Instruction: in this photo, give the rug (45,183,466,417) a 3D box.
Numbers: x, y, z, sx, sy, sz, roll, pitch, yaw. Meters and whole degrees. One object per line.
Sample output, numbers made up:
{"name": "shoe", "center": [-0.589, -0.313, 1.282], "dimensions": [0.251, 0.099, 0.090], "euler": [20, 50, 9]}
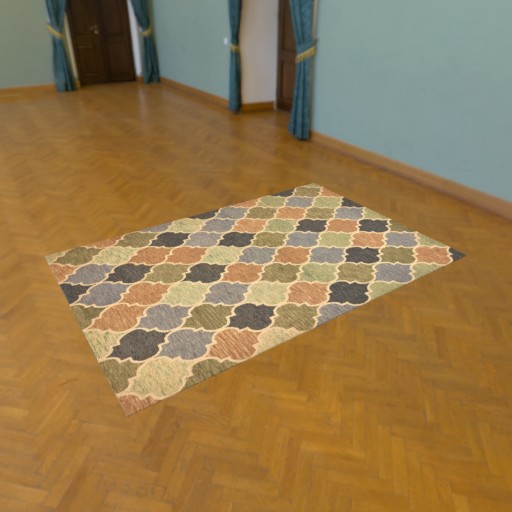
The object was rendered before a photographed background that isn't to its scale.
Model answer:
{"name": "rug", "center": [0.000, 0.000, 2.309], "dimensions": [1.828, 0.006, 1.216], "euler": [-19, 36, -29]}
